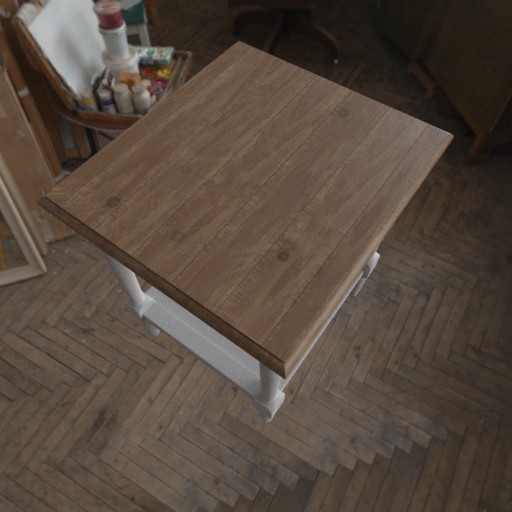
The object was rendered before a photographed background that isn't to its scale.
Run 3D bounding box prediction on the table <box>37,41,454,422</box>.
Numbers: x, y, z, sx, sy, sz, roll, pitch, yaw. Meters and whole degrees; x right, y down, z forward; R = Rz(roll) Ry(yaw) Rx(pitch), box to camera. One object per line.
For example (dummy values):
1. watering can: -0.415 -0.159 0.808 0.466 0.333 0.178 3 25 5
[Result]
1. table: 0.000 0.000 0.939 0.457 0.561 0.508 32 63 18
